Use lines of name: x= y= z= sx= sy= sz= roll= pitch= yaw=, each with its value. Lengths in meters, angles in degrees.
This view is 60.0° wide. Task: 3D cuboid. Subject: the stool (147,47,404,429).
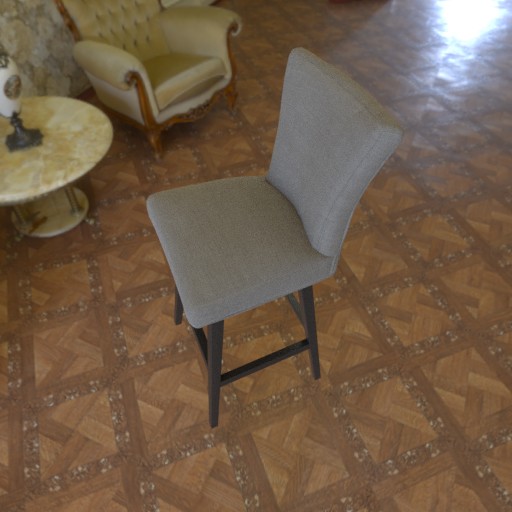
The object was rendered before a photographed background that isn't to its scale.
stool: x=0.000 y=0.000 z=1.443 sx=0.574 sy=1.086 sz=0.514 roll=-16 pitch=48 yaw=-15
